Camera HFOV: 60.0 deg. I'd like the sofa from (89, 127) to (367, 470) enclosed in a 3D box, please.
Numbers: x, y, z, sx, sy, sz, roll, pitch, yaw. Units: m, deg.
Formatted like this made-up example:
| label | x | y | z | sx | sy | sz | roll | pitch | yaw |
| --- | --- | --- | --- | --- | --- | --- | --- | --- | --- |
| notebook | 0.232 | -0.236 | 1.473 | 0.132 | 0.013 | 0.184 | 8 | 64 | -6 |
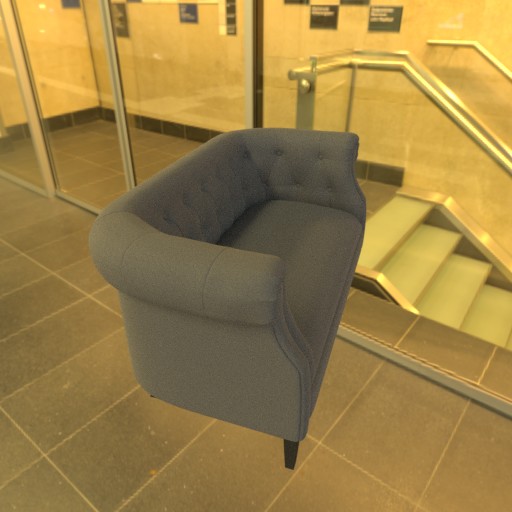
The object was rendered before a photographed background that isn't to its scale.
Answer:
| label | x | y | z | sx | sy | sz | roll | pitch | yaw |
| --- | --- | --- | --- | --- | --- | --- | --- | --- | --- |
| sofa | 0.000 | 0.000 | 2.005 | 0.835 | 0.827 | 1.558 | 10 | 32 | 17 |
